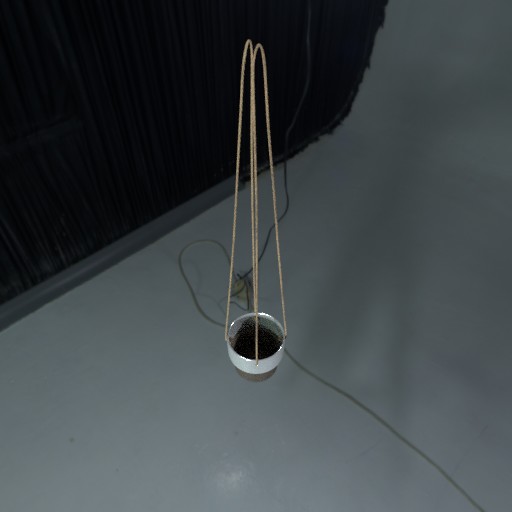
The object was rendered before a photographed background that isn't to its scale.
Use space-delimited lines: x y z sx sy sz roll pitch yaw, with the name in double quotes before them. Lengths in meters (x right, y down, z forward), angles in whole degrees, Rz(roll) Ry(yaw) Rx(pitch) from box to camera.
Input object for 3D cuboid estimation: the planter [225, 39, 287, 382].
"planter" 0.000 0.000 1.159 0.187 1.073 0.187 34 55 28
